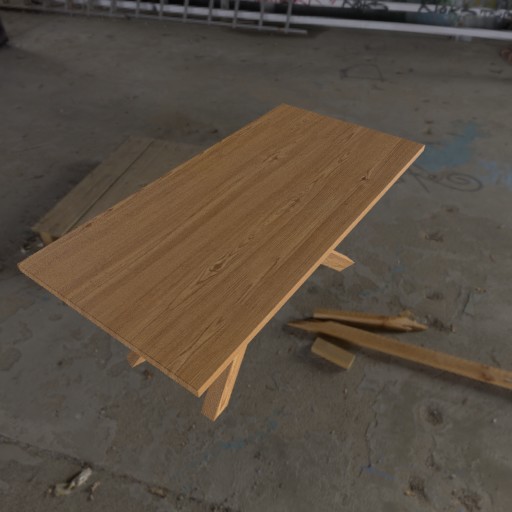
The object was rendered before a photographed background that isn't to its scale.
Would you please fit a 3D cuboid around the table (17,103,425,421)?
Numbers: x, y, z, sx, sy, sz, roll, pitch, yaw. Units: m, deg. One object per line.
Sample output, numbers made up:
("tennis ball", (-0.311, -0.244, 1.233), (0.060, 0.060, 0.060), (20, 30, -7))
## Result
("table", (0.000, 0.000, 2.248), (0.901, 0.750, 1.797), (26, 48, 26))
